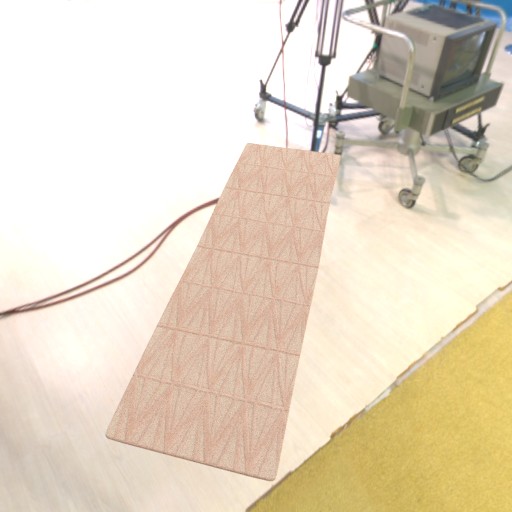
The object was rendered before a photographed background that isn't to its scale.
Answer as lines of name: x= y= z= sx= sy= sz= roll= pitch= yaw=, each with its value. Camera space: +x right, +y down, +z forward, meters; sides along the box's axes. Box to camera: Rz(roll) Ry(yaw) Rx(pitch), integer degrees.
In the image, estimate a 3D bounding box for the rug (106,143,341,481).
rug: x=0.000 y=0.000 z=2.667 sx=0.760 sy=0.015 sz=2.435 roll=10 pitch=46 yaw=10
